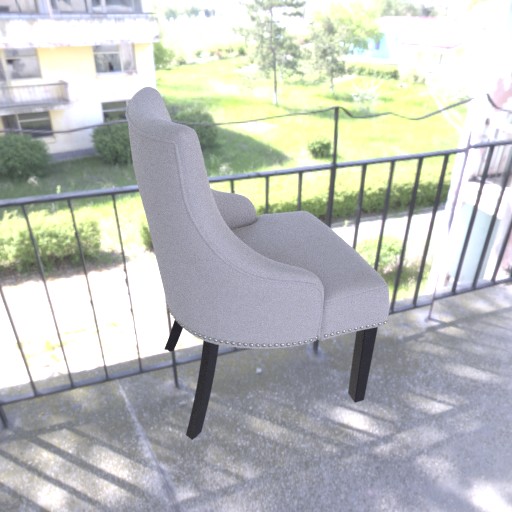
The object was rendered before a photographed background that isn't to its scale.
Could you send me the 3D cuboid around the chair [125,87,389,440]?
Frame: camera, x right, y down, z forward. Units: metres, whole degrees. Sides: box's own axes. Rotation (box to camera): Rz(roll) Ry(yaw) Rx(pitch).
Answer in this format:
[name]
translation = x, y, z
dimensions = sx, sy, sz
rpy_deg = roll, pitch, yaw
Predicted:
[chair]
translation = 0.000, 0.000, 1.320
dimensions = 0.629, 0.909, 0.566
rpy_deg = -10, 32, -17
